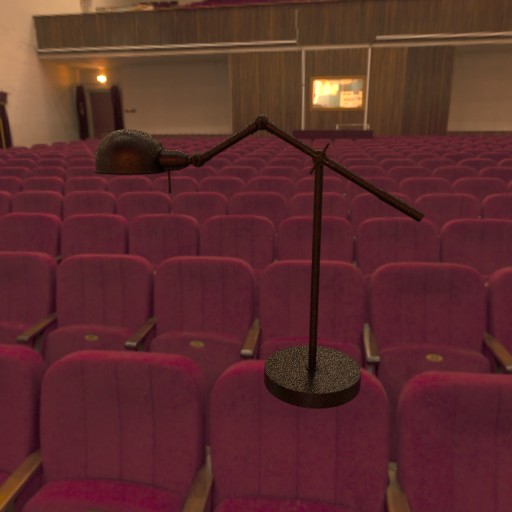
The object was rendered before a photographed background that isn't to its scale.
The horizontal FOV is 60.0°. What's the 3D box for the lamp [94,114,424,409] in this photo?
[{"bbox_3d":[0.000,0.000,0.816,0.567,0.495,0.185,2,15,8],"label":"lamp"}]
